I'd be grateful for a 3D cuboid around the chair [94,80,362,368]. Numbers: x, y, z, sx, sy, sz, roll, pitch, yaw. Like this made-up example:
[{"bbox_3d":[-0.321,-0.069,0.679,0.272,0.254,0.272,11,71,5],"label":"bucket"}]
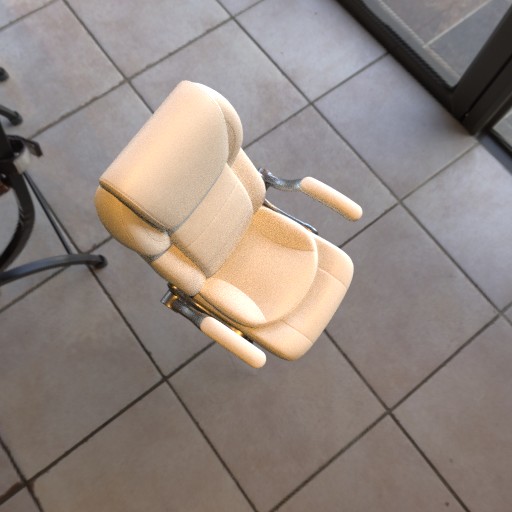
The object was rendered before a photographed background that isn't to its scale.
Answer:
[{"bbox_3d":[0.000,0.000,1.827,0.806,1.330,0.755,33,77,8],"label":"chair"}]
